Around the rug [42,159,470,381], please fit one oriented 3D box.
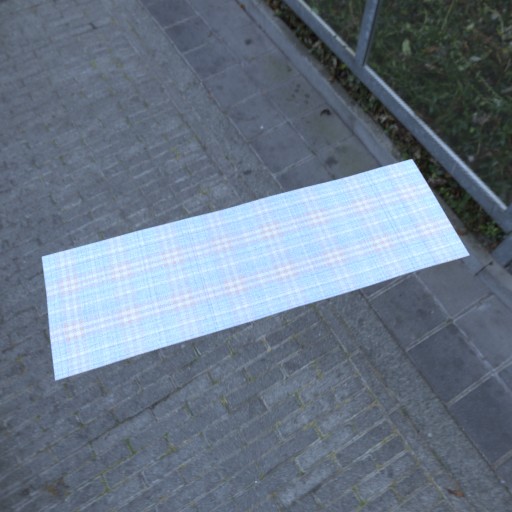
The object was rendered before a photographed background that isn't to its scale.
[{"bbox_3d":[0.000,0.000,2.643,2.439,0.013,0.762,-16,64,-8],"label":"rug"}]
